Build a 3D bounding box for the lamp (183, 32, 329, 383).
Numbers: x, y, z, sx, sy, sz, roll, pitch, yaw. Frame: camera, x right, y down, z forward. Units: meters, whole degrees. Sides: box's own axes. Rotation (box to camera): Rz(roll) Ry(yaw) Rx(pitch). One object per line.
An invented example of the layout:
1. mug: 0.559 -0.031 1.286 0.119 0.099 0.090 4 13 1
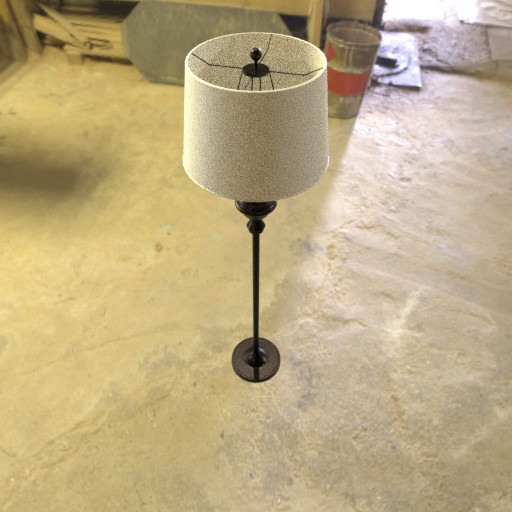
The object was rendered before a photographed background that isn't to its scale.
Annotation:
1. lamp: 0.000 0.000 1.627 0.431 1.484 0.431 0 47 0
